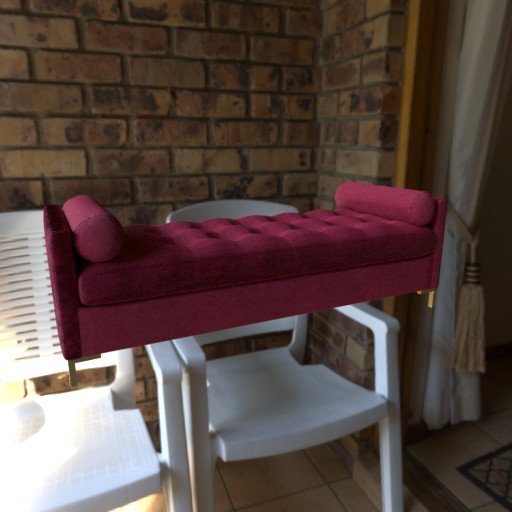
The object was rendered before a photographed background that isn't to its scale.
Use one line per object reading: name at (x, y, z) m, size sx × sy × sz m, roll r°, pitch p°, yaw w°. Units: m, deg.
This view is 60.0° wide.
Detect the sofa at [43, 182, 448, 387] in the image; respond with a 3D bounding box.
sofa at (0.000, 0.000, 2.481) m, size 2.102 × 0.705 × 0.796 m, roll -7°, pitch 16°, yaw -25°
